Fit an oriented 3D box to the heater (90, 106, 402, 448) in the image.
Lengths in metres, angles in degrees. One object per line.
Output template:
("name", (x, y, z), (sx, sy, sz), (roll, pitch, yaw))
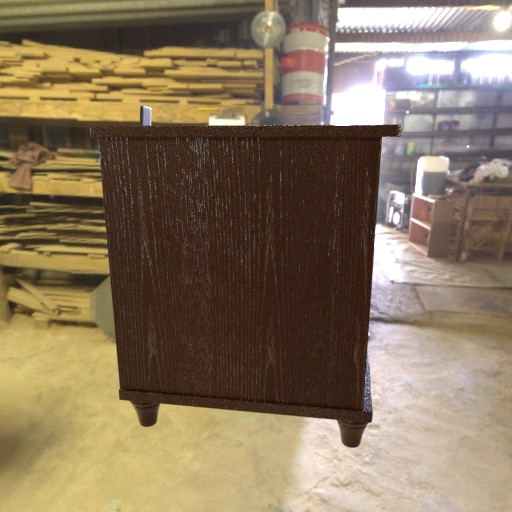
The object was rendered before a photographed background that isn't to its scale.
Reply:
("heater", (0.000, 0.000, 0.745), (0.400, 0.481, 0.362), (2, 15, 9))
